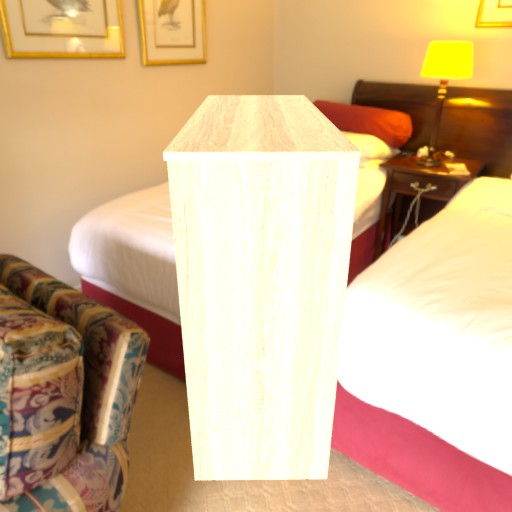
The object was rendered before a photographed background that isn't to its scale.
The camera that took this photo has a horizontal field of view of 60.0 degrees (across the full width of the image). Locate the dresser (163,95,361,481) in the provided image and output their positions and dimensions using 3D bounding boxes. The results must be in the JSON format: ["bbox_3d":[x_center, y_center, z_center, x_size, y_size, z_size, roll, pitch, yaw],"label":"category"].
[{"bbox_3d":[0.000,0.000,1.458,0.380,0.900,0.980,0,26,-1],"label":"dresser"}]
